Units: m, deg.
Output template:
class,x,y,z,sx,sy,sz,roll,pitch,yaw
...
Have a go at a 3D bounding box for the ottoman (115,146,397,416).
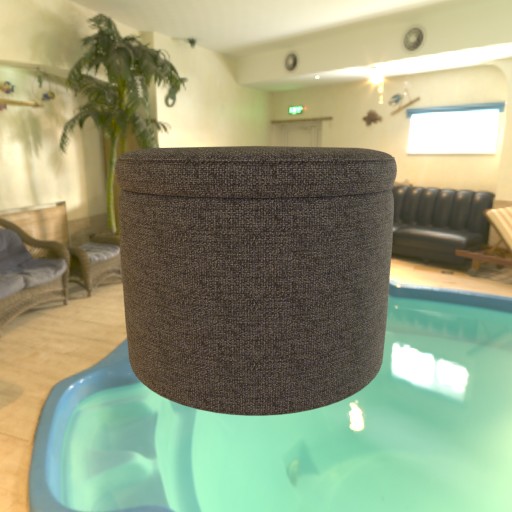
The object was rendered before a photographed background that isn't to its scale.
class,x,y,z,sx,sy,sz,roll,pitch,yaw
ottoman,0.000,0.000,0.892,0.520,0.430,0.520,0,13,0
